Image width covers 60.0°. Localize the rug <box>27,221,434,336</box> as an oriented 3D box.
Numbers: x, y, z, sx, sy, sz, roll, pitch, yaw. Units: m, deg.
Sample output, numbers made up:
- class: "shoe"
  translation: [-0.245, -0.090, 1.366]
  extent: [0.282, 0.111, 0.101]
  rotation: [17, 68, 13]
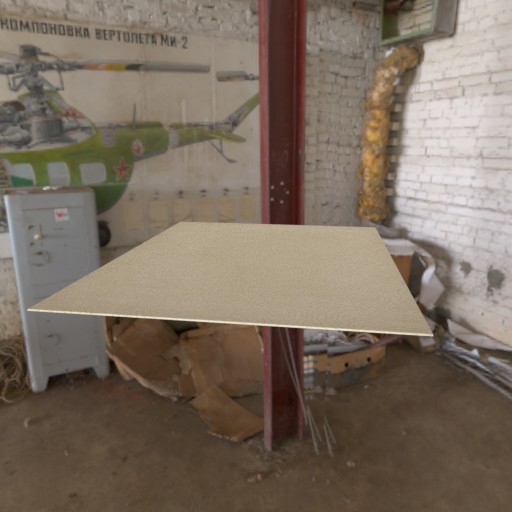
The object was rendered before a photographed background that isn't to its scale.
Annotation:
- class: "rug"
  translation: [0.000, 0.000, 3.444]
  extent: [2.073, 0.011, 2.584]
  rotation: [2, 15, 8]
